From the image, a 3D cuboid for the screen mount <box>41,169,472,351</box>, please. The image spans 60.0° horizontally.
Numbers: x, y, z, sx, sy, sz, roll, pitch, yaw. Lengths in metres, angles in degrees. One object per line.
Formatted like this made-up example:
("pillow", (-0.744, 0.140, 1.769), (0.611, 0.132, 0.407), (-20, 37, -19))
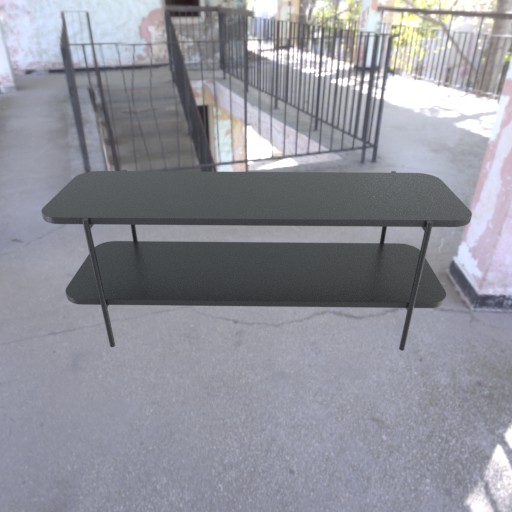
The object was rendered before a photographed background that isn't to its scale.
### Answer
("screen mount", (0.000, 0.000, 1.460), (1.200, 0.447, 0.400), (0, 31, 1))
